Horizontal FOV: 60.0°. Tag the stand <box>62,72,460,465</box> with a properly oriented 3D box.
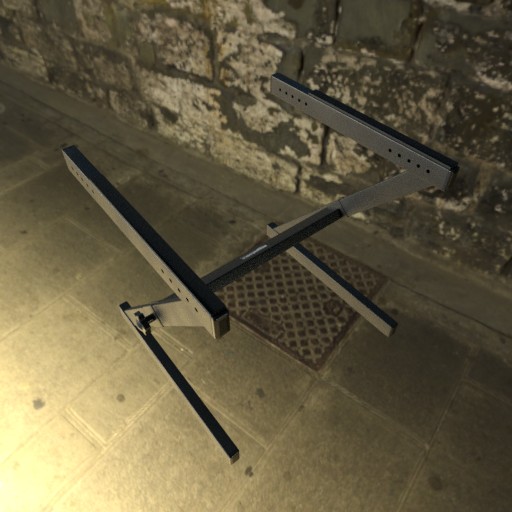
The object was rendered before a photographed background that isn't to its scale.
[{"bbox_3d":[0.000,0.000,1.160,0.700,0.617,0.586,-30,53,-26],"label":"stand"}]
